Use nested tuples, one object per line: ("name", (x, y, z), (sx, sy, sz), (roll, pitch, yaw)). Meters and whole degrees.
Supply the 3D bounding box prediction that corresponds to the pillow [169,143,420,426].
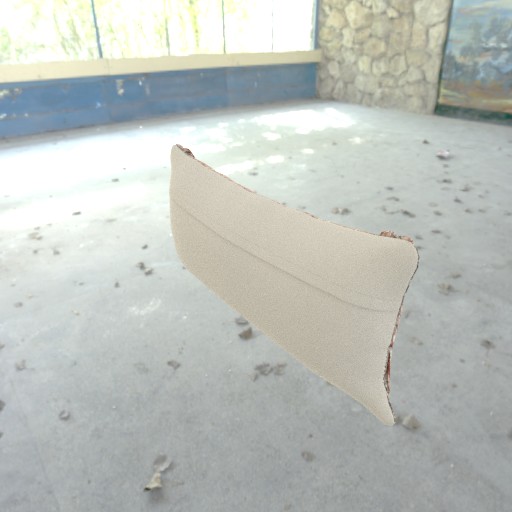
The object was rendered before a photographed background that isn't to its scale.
("pillow", (0.000, 0.000, 0.777), (0.139, 0.282, 0.635), (-19, 33, -32))
